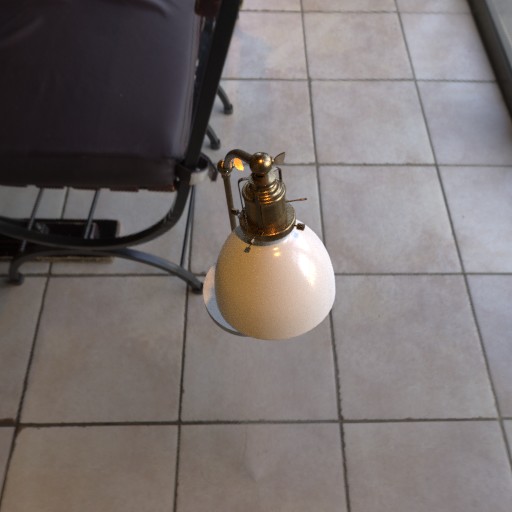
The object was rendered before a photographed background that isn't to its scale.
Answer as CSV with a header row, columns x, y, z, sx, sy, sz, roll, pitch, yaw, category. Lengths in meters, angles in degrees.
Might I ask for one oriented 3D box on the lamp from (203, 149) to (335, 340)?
x,y,z,sx,sy,sz,roll,pitch,yaw,category
0.000,0.000,0.673,0.186,0.522,0.317,-17,64,-9,lamp
